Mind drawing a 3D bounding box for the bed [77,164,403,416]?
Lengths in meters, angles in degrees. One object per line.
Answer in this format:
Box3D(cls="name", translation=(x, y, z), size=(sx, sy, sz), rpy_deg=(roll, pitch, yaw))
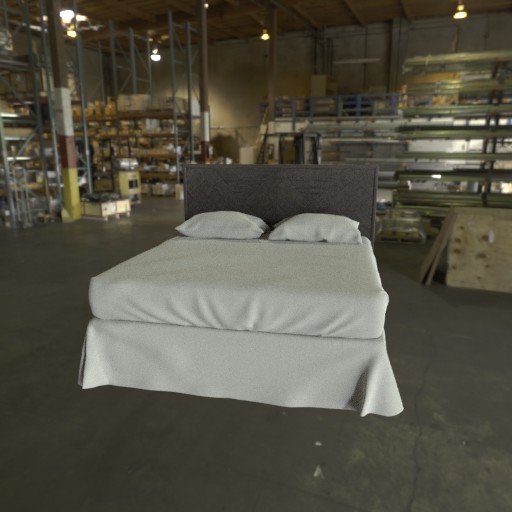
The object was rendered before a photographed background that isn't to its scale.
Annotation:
Box3D(cls="bed", translation=(0.000, 0.000, 2.943), size=(1.772, 1.142, 1.785), rpy_deg=(3, 14, 11))
